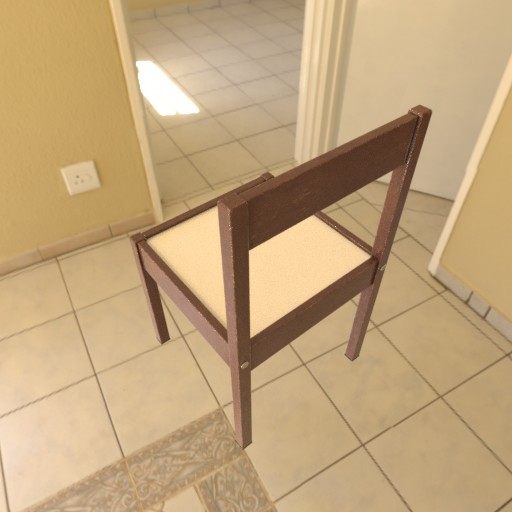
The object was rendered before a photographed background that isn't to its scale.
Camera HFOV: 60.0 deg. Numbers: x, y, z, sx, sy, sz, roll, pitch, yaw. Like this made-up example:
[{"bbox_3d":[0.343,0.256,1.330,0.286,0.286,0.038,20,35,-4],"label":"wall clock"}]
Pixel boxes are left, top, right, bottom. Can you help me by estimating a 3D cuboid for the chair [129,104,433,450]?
[{"bbox_3d":[0.000,0.000,0.689,0.285,0.505,0.285,-30,52,-26],"label":"chair"}]
